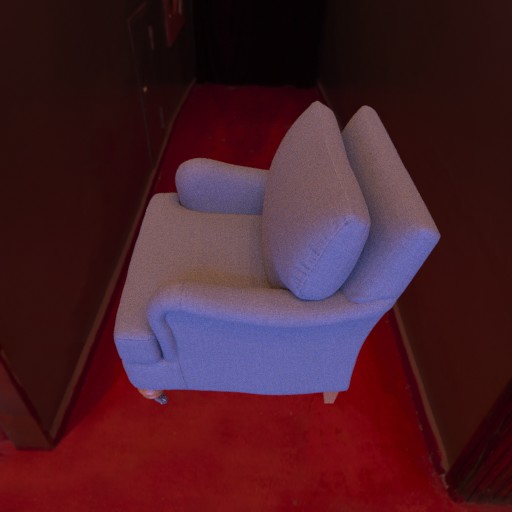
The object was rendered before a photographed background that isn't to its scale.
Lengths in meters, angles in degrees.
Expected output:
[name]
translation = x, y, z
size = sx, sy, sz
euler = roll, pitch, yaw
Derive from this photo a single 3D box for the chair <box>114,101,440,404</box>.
[chair]
translation = 0.000, 0.000, 1.898
size = 1.070, 1.038, 0.955
euler = -1, 42, -1
